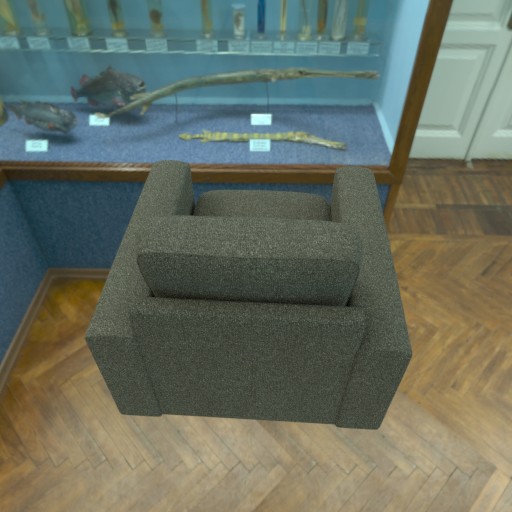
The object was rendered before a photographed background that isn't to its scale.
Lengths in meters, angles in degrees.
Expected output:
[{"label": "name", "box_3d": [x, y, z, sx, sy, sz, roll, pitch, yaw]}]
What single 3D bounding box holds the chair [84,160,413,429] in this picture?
[{"label": "chair", "box_3d": [0.000, 0.000, 1.771, 1.005, 0.873, 1.016, 2, 45, 2]}]
